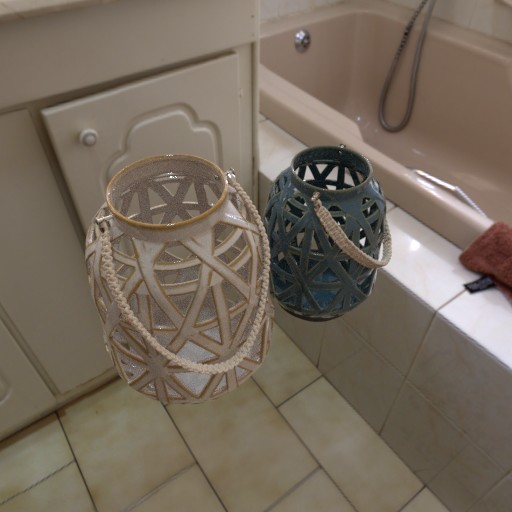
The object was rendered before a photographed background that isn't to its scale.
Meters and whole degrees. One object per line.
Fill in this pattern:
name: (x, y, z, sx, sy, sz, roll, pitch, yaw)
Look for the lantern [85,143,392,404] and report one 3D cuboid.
lantern: (0.000, 0.000, 0.602, 0.439, 0.307, 0.245, -25, 50, -23)
